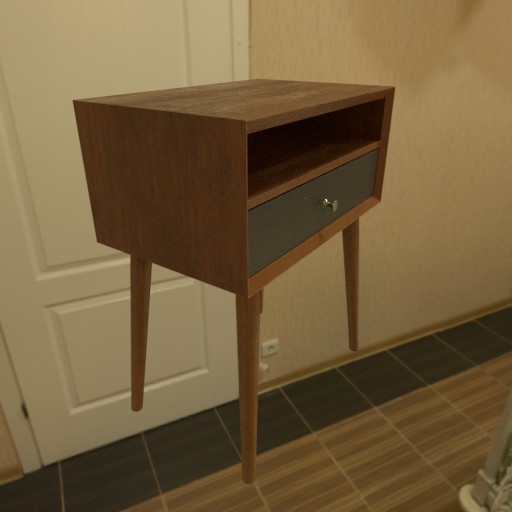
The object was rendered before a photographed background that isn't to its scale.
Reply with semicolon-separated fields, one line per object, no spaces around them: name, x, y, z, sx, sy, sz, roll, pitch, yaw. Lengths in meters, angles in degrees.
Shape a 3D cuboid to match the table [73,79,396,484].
table;0.000;0.000;0.834;0.307;0.580;0.454;17;31;31
